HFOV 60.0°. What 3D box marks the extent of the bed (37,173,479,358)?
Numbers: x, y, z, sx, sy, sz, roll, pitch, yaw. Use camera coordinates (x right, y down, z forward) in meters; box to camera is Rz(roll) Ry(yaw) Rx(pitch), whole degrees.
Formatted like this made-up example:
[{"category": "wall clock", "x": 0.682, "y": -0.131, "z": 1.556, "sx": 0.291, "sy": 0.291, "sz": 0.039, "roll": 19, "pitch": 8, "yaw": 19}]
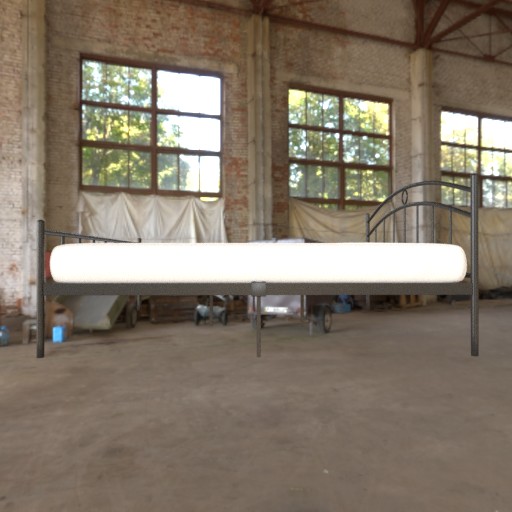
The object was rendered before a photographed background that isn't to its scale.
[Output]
[{"category": "bed", "x": 0.000, "y": 0.000, "z": 2.974, "sx": 2.040, "sy": 0.940, "sz": 1.880, "roll": 0, "pitch": 0, "yaw": -1}]
